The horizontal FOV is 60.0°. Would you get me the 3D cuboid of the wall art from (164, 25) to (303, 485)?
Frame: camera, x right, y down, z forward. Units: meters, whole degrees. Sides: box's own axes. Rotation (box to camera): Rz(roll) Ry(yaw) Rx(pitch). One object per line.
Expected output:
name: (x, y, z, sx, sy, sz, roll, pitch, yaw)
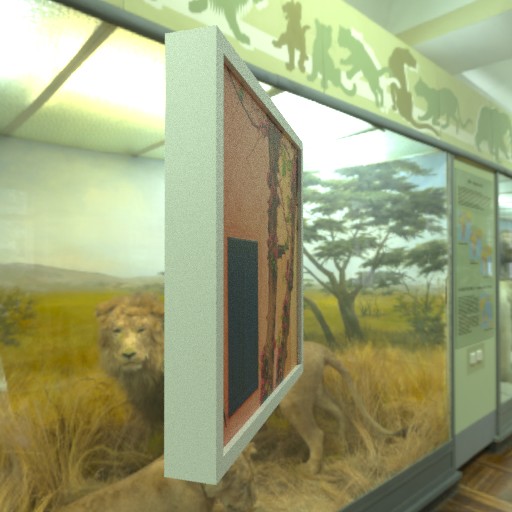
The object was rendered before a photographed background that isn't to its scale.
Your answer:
wall art: (0.000, 0.000, 0.442, 0.038, 0.302, 0.305, 0, 0, 17)
